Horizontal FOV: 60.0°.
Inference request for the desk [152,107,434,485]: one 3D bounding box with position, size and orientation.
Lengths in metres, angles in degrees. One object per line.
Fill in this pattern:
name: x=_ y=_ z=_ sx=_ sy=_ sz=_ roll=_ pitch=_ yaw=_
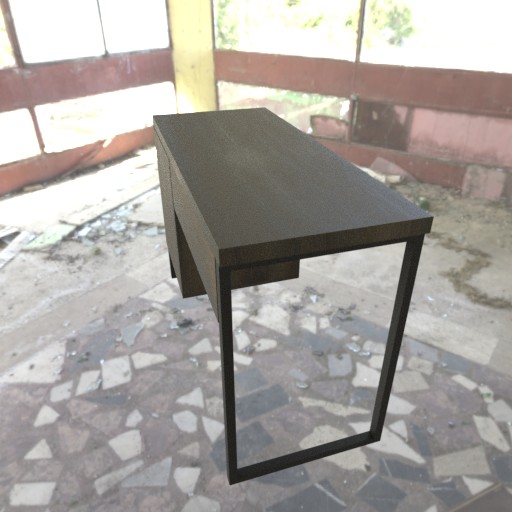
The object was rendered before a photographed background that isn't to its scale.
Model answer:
desk: x=0.000 y=0.000 z=1.548 sx=0.511 sy=0.752 sz=1.134 roll=-9 pitch=32 yaw=-15
